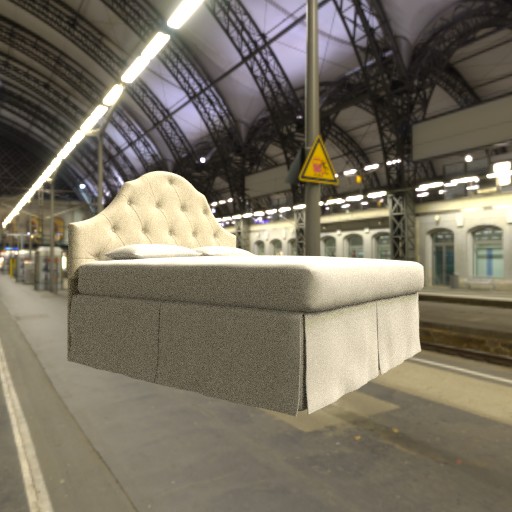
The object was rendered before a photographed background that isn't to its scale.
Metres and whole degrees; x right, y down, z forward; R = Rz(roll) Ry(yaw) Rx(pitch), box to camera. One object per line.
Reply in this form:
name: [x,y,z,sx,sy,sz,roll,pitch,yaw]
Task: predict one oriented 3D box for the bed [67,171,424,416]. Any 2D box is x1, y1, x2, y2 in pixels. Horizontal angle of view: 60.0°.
bed: [0.000,0.000,3.476,2.086,1.555,2.012,0,-1,36]
